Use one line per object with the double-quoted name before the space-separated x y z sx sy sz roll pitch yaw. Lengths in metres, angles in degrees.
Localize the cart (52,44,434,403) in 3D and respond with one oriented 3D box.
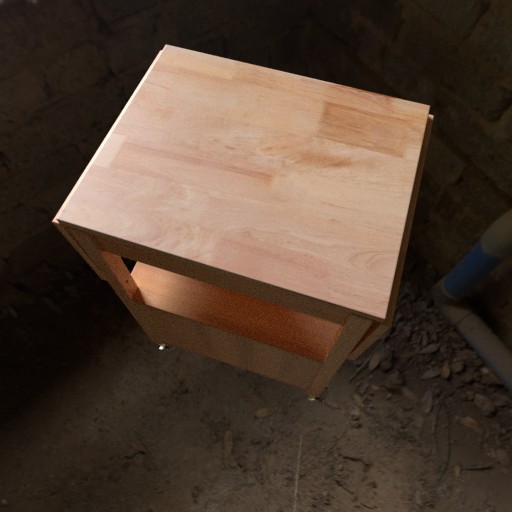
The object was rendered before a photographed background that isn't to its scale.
"cart" 0.000 0.000 1.244 0.640 0.838 0.508 17 64 8
